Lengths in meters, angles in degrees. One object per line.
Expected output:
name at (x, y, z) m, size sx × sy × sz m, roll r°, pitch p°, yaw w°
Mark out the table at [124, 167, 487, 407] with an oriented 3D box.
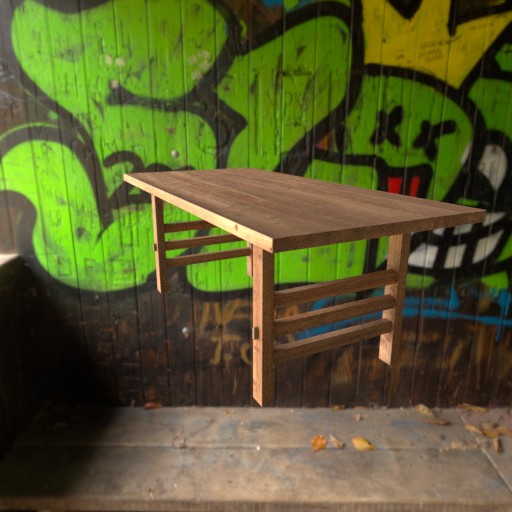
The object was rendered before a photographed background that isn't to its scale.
table at (0.000, 0.000, 2.448) m, size 0.952 × 0.760 × 2.003 m, roll -9°, pitch 19°, yaw -27°
